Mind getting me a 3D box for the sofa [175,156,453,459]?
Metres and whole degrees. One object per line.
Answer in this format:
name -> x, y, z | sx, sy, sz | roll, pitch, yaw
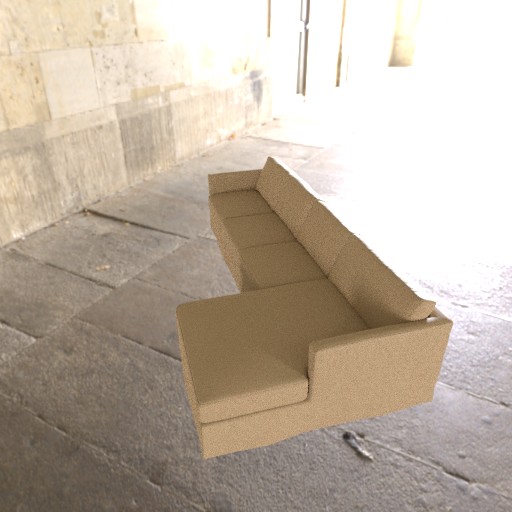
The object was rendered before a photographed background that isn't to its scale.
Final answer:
sofa -> 0.000, 0.000, 3.949 | 1.622, 0.871, 3.206 | -8, 30, -14
